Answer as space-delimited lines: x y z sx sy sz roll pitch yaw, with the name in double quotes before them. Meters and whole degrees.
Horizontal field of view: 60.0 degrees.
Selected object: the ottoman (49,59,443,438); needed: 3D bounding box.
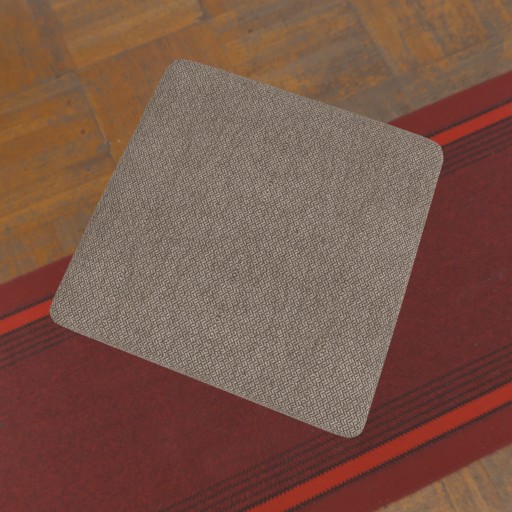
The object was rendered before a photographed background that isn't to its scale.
"ottoman" 0.000 0.000 0.899 0.519 0.453 0.512 20 77 5
